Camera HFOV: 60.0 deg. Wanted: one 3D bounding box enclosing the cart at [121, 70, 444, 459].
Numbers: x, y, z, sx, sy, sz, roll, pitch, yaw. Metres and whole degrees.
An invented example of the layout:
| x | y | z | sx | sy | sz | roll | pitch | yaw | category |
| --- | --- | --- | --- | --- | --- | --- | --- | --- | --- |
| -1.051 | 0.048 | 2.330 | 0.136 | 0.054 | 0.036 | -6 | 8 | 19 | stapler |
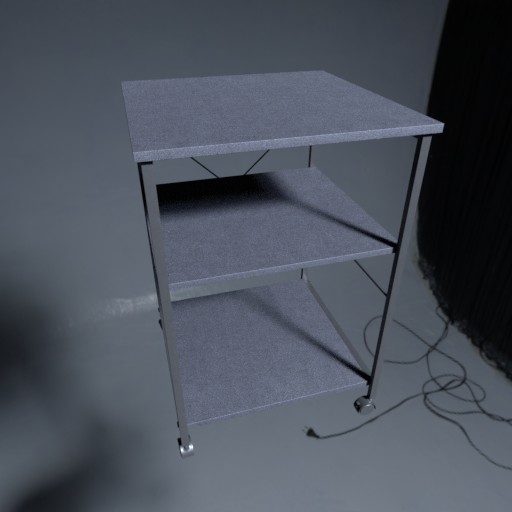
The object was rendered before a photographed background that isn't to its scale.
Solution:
| x | y | z | sx | sy | sz | roll | pitch | yaw | category |
| --- | --- | --- | --- | --- | --- | --- | --- | --- | --- |
| 0.000 | 0.000 | 1.112 | 0.521 | 0.762 | 0.520 | -9 | 34 | -14 | cart |
